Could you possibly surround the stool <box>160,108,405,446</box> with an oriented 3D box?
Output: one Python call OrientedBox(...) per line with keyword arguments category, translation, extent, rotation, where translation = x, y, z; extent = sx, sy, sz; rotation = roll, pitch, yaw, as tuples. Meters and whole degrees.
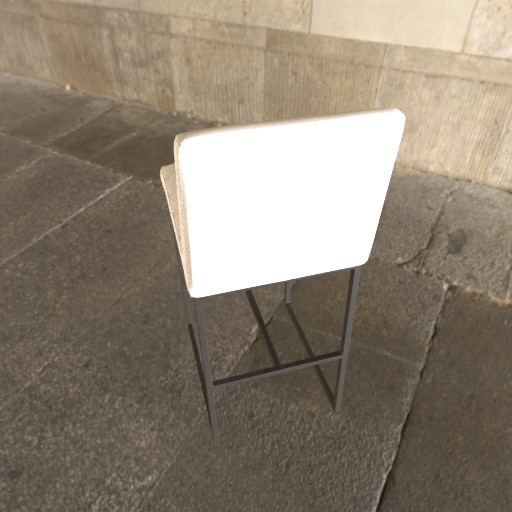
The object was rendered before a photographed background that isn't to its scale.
OrientedBox(category="stool", translation=(0.000, 0.000, 1.333), extent=(0.464, 1.061, 0.573), rotation=(-11, 41, -12))
